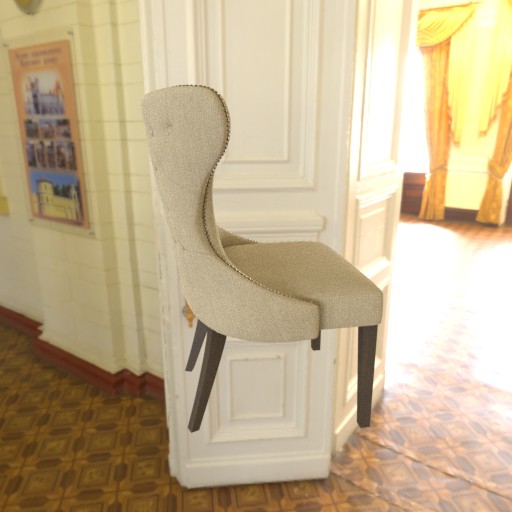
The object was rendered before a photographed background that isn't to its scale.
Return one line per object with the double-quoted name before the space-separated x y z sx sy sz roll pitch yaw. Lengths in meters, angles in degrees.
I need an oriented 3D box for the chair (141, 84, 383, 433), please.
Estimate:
"chair" 0.000 0.000 1.395 0.635 0.967 0.628 -3 17 -10
